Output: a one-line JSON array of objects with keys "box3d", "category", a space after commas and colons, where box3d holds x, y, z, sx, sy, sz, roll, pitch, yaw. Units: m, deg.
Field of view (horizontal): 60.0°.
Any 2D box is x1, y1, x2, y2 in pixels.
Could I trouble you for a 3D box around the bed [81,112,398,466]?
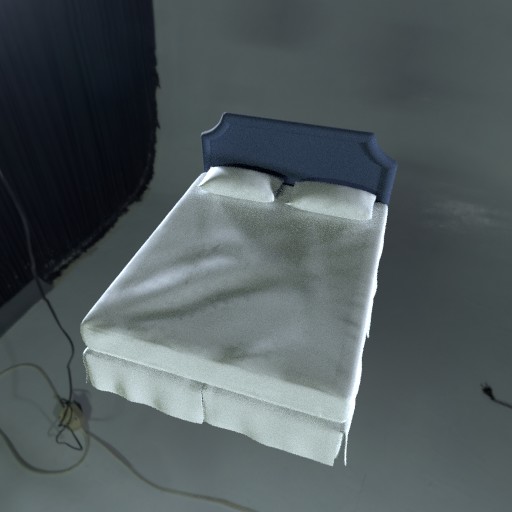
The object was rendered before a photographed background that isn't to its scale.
[{"box3d": [0.000, 0.000, 4.179, 2.350, 1.488, 2.773, 12, 43, 14], "category": "bed"}]
